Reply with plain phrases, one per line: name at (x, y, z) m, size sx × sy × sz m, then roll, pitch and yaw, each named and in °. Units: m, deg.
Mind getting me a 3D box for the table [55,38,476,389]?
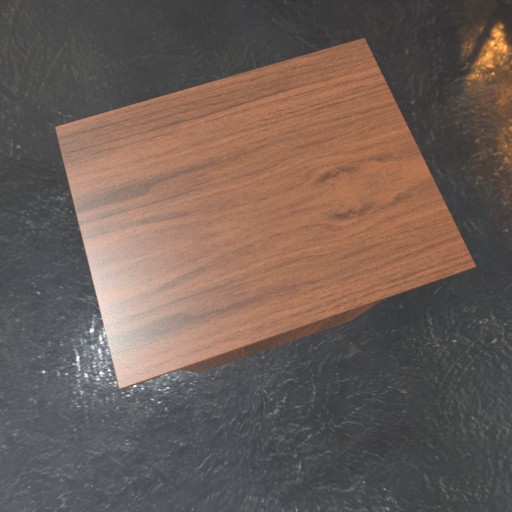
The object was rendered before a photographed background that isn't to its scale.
table at (0.000, 0.000, 0.913) m, size 0.480 × 0.636 × 0.381 m, roll -18°, pitch 75°, yaw -5°
